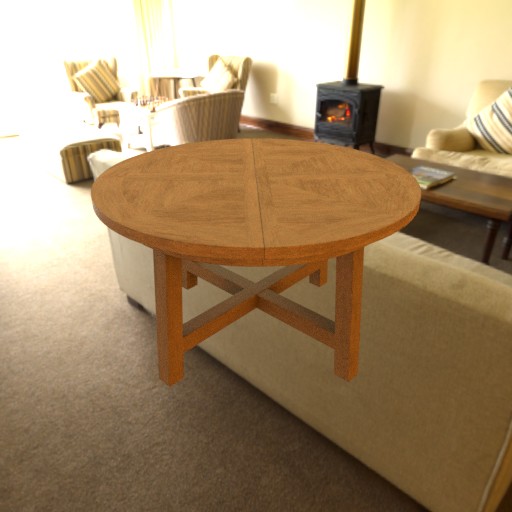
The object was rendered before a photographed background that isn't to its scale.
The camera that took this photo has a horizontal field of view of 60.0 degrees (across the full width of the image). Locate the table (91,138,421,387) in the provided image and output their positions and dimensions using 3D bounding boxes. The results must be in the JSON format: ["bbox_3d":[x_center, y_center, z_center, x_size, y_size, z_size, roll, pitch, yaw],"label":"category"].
[{"bbox_3d":[0.000,0.000,2.040,1.319,0.762,1.319,0,28,0],"label":"table"}]
